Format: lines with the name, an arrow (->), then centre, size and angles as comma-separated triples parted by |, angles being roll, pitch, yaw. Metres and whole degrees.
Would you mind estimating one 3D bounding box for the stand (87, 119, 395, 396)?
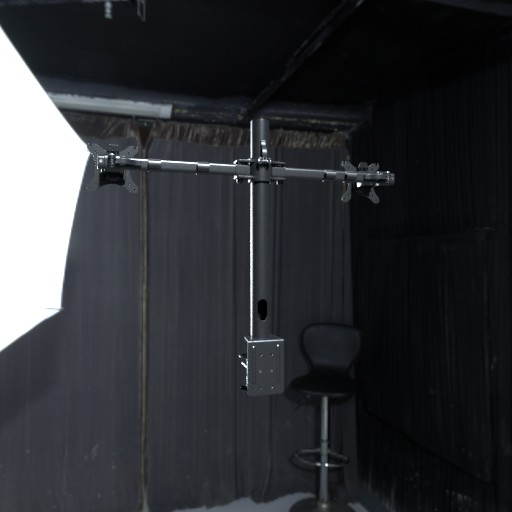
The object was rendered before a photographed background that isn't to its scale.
stand -> 0.000, 0.000, 1.024 | 0.743, 0.603, 0.150 | 0, 0, -17
